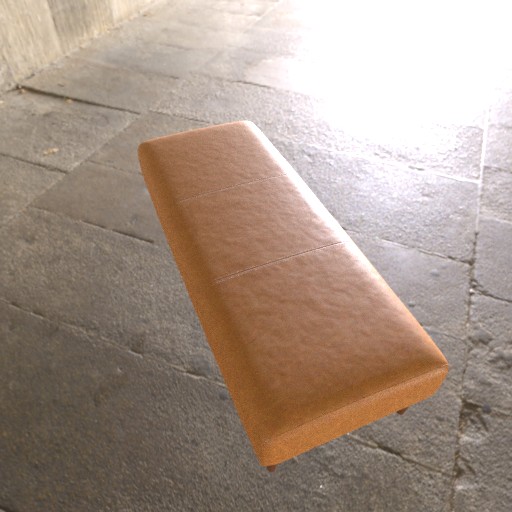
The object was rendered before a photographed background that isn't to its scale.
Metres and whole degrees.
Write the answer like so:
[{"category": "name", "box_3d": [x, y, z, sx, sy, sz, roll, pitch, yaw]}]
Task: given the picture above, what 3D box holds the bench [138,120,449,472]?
[{"category": "bench", "box_3d": [0.000, 0.000, 1.870, 0.653, 0.399, 1.610, -17, 48, -16]}]
